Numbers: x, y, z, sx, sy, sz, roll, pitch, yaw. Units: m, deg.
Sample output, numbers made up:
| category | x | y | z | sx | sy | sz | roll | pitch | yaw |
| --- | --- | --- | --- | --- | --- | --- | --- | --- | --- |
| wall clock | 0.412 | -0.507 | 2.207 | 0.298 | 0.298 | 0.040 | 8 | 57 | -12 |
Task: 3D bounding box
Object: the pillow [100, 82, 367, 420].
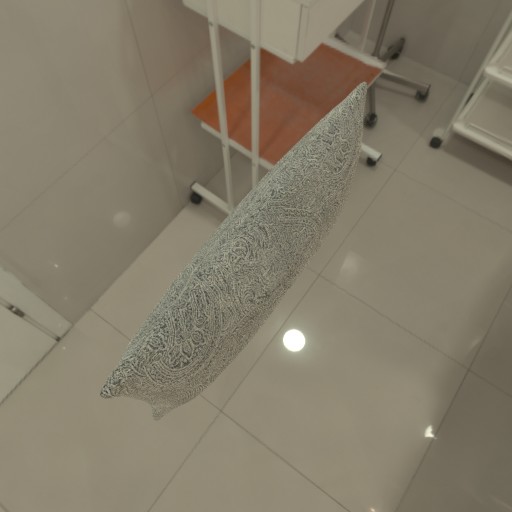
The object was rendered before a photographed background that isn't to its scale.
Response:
| category | x | y | z | sx | sy | sz | roll | pitch | yaw |
| --- | --- | --- | --- | --- | --- | --- | --- | --- | --- |
| pillow | 0.000 | 0.000 | 0.749 | 0.151 | 0.295 | 0.615 | 33 | 68 | 15 |
